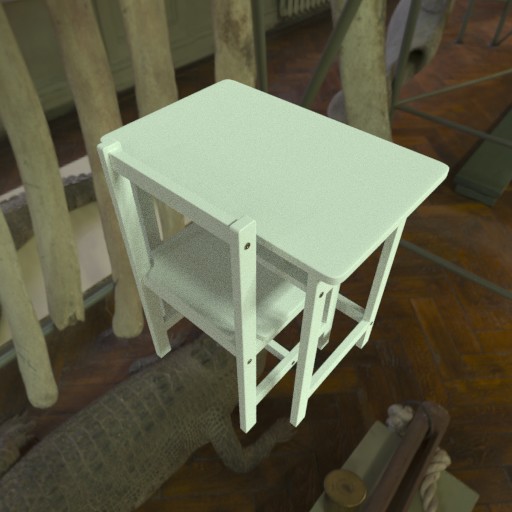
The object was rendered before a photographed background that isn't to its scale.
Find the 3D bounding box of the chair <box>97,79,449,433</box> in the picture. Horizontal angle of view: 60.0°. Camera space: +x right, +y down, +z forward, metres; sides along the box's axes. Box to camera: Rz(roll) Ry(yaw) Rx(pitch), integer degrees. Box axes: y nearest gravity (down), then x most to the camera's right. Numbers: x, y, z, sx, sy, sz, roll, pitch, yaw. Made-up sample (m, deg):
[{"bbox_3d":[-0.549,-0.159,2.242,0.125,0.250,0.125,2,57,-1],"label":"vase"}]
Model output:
[{"bbox_3d":[0.000,0.000,1.058,0.599,0.673,0.461,32,53,28],"label":"chair"}]
